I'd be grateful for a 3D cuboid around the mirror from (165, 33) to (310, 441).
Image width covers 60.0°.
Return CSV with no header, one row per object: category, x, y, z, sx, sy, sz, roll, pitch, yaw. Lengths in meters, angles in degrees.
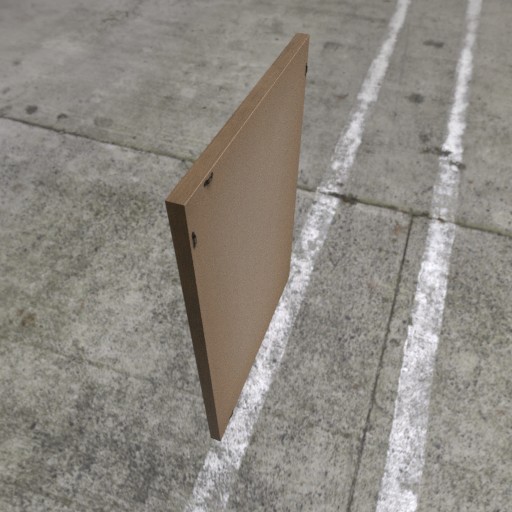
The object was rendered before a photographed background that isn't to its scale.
mirror,0.000,0.000,1.338,0.041,1.016,0.762,15,49,14
